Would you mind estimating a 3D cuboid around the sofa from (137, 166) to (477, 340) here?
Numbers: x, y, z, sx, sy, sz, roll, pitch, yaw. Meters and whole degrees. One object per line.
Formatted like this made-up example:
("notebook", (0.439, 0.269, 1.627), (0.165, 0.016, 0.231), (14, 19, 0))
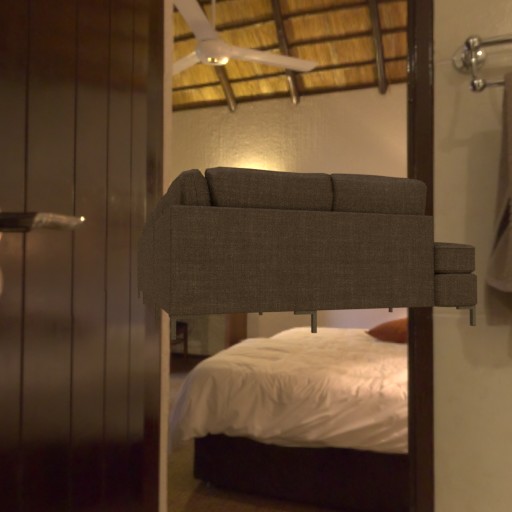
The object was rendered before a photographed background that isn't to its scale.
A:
("sofa", (0.000, 0.000, 4.281), (2.048, 0.999, 3.423), (0, -1, -18))
